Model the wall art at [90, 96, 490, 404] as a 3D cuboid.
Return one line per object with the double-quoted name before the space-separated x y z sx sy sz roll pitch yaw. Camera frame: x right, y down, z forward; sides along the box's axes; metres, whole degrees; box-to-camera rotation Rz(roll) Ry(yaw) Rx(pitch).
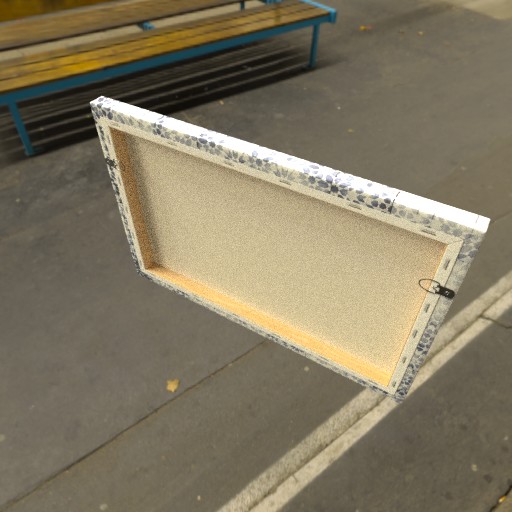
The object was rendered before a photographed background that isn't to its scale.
"wall art" 0.000 0.000 0.750 0.608 0.406 0.030 23 49 21
